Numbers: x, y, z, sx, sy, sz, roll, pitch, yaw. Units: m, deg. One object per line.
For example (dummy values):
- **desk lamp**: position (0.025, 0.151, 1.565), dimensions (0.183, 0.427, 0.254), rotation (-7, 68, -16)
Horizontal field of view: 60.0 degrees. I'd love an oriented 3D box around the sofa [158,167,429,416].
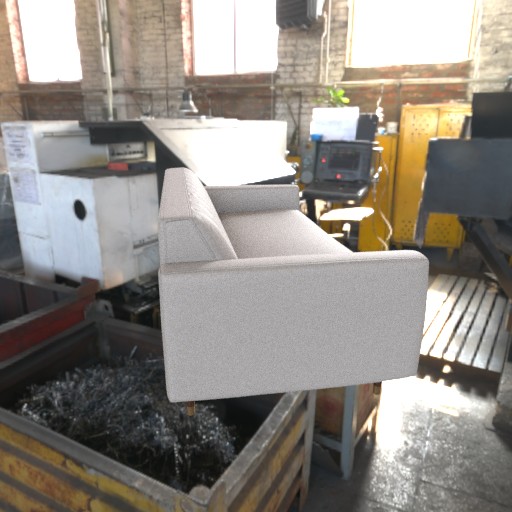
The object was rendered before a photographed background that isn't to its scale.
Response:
- **sofa**: position (0.000, 0.000, 2.432), dimensions (0.969, 0.814, 1.895), rotation (-3, 18, -10)
